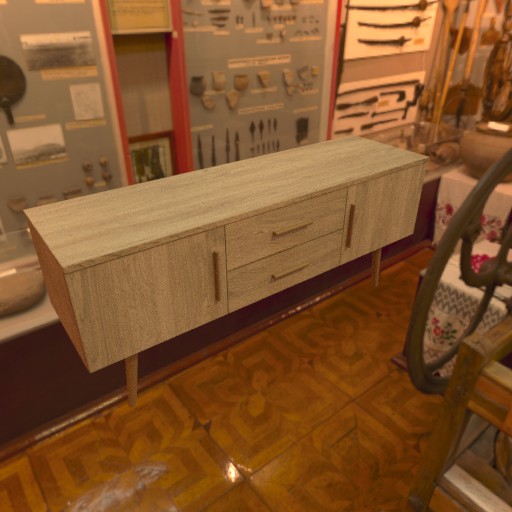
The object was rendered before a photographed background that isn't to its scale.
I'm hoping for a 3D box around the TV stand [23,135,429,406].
[{"bbox_3d":[0.000,0.000,1.567,1.313,0.565,0.401,-20,36,-31],"label":"TV stand"}]
